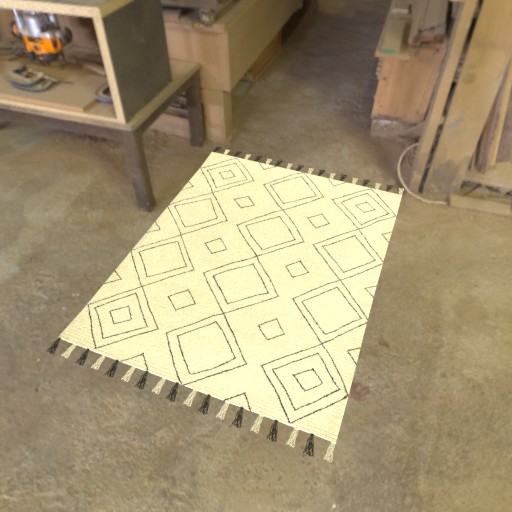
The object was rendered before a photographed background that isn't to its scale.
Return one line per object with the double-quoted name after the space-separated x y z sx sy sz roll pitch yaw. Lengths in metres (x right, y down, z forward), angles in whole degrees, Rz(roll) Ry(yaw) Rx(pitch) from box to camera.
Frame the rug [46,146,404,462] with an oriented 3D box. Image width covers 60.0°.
0.000 0.000 4.282 2.342 0.026 3.221 16 48 15 "rug"
